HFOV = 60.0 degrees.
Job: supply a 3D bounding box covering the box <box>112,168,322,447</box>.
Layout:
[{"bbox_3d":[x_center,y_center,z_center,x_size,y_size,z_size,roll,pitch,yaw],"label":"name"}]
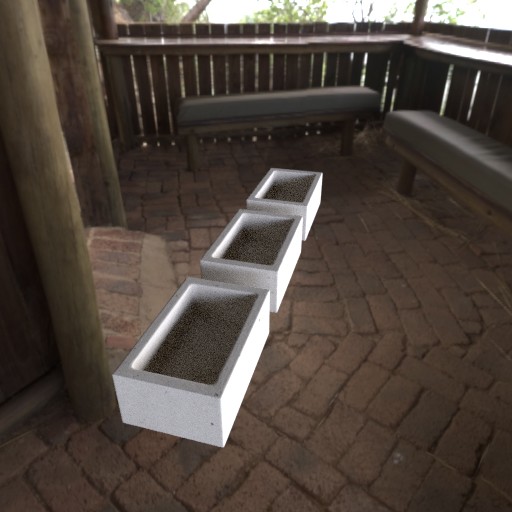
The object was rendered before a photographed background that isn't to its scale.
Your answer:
[{"bbox_3d":[0.000,0.000,0.507,0.082,0.051,0.461,8,31,14],"label":"box"}]
